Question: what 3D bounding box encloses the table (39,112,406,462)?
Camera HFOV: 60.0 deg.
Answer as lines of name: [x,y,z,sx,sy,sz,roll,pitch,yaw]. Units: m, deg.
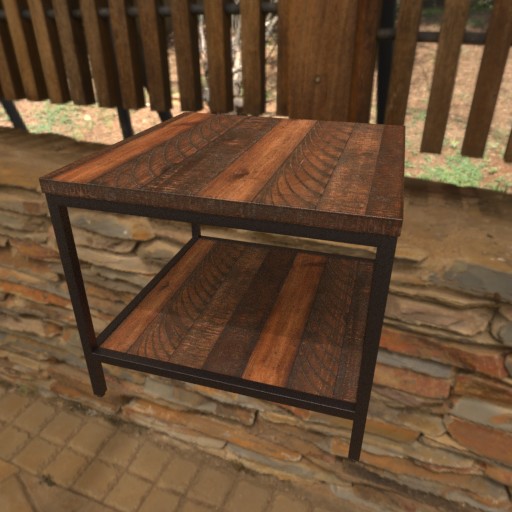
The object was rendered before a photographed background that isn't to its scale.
table: [0.000,0.000,0.974,0.553,0.482,0.548,8,30,15]
